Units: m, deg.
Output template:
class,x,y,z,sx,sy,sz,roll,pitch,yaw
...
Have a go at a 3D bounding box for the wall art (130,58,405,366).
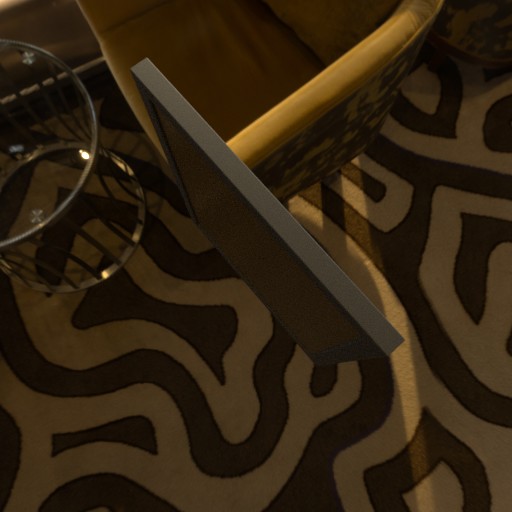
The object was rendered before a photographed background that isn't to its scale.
class,x,y,z,sx,sy,sz,roll,pitch,yaw
wall art,0.000,0.000,0.777,0.028,0.558,0.457,-39,78,-10
